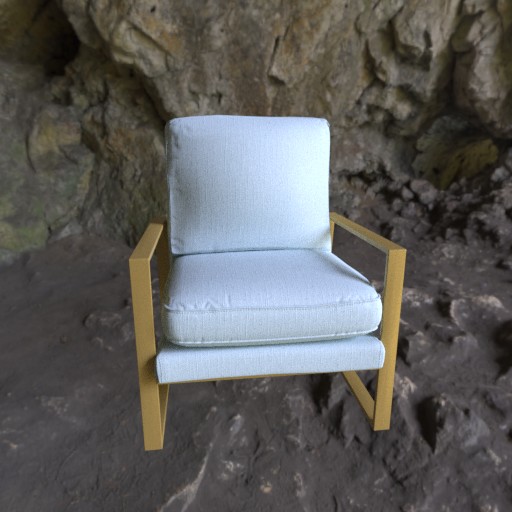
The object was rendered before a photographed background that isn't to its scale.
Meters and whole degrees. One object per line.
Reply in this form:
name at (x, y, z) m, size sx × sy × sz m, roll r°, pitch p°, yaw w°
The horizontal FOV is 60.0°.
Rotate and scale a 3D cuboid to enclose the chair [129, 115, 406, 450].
chair at (0.000, 0.000, 1.565) m, size 0.758 × 0.956 × 0.813 m, roll -2°, pitch 17°, yaw -7°
